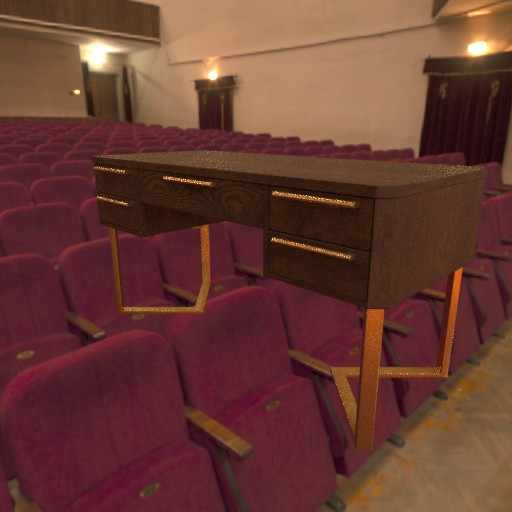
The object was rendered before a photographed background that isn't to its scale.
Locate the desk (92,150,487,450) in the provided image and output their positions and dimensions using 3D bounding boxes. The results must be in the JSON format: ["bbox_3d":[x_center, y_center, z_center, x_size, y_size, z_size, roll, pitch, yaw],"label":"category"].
[{"bbox_3d":[0.000,0.000,1.815,1.479,0.762,0.684,16,23,42],"label":"desk"}]
